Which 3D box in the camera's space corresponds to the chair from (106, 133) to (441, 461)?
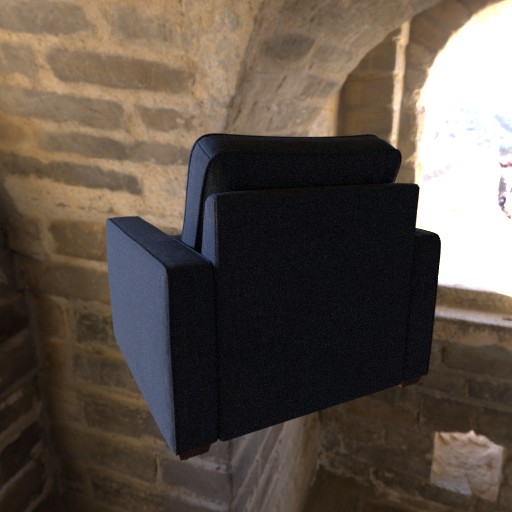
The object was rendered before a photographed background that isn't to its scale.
[{"bbox_3d":[0.000,0.000,1.744,1.017,0.919,0.940,-7,16,-26],"label":"chair"}]
